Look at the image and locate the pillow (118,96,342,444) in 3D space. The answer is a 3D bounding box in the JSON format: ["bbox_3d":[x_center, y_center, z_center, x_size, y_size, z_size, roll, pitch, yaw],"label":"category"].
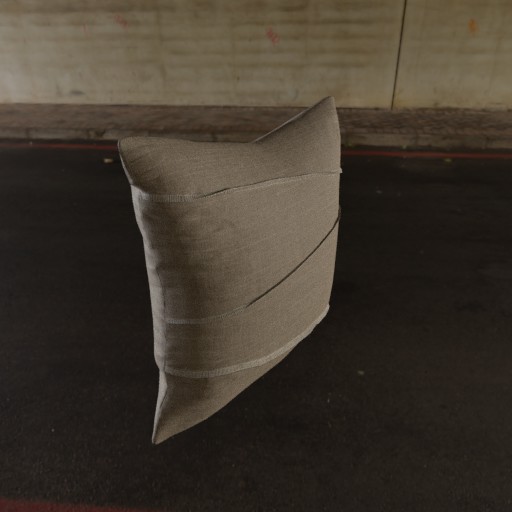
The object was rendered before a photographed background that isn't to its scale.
[{"bbox_3d":[0.000,0.000,0.639,0.169,0.400,0.424,19,32,33],"label":"pillow"}]
